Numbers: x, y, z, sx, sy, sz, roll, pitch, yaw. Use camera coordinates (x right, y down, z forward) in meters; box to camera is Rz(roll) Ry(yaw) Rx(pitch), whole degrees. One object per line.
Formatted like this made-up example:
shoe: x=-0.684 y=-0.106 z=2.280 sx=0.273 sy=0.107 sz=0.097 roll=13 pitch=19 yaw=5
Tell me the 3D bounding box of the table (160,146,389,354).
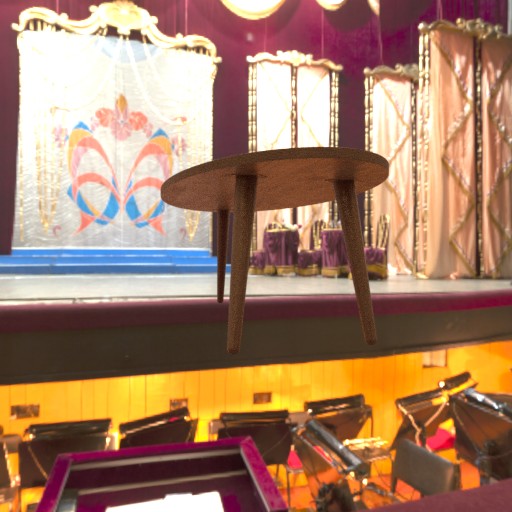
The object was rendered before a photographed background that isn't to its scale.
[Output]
table: x=0.000 y=0.000 z=1.298 sx=0.542 sy=0.390 sz=1.083 roll=0 pitch=1 yaw=-16
